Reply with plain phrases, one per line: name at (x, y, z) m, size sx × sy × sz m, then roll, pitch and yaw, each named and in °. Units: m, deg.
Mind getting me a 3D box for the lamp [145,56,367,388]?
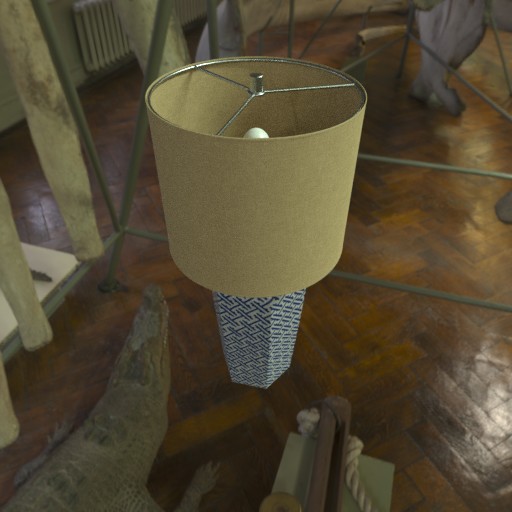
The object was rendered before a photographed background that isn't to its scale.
lamp at (0.000, 0.000, 0.858) m, size 0.320 × 0.682 × 0.320 m, roll 12°, pitch 42°, yaw 14°
